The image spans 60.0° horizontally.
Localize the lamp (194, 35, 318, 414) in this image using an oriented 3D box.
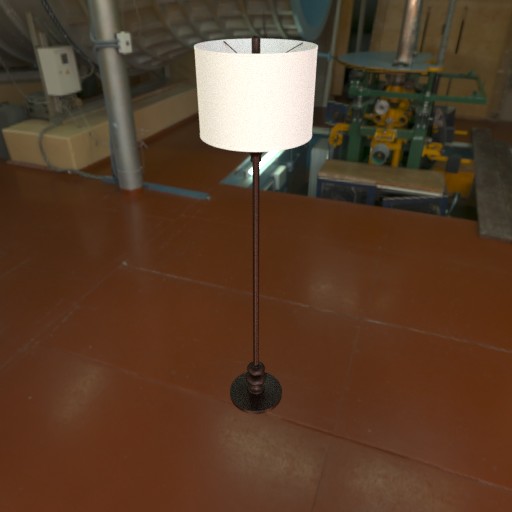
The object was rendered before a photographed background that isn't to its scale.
[{"bbox_3d":[0.000,0.000,1.660,0.356,1.487,0.356,-20,37,-29],"label":"lamp"}]
